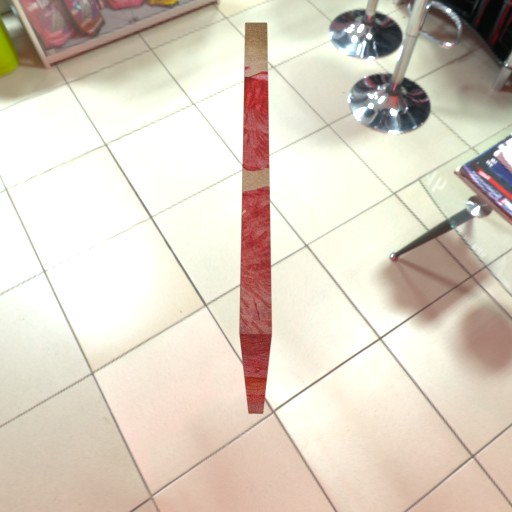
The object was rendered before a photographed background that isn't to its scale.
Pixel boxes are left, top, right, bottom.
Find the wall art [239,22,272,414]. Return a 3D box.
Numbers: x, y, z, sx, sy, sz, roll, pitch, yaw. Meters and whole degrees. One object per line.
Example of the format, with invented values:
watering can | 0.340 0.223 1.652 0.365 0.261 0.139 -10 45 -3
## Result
wall art | 0.000 0.000 0.696 0.028 0.508 0.406 0 63 0
